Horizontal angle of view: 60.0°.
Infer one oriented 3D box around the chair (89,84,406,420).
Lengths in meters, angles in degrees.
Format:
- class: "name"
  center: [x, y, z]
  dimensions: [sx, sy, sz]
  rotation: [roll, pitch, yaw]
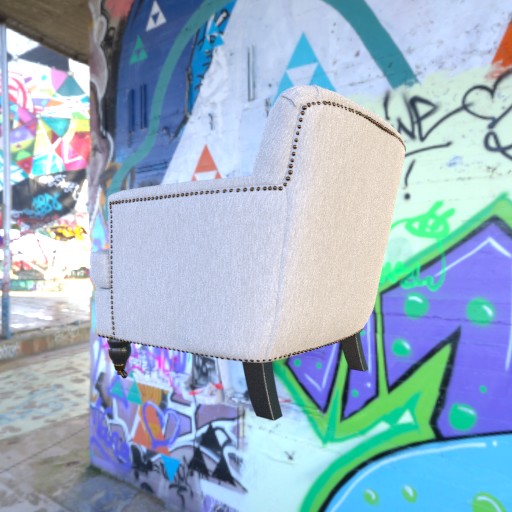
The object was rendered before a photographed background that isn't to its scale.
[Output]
- class: "chair"
  center: [0.000, 0.000, 1.522]
  dimensions: [0.902, 0.823, 0.737]
  rotation: [0, 0, 36]
